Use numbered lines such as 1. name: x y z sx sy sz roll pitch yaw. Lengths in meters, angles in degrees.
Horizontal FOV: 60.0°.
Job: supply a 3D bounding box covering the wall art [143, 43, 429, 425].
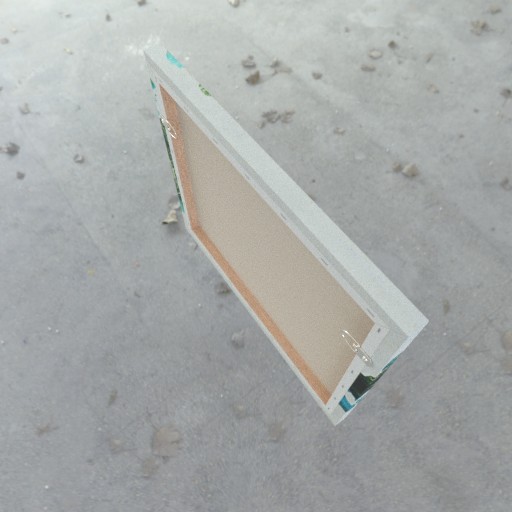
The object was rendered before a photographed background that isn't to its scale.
1. wall art: 0.000 0.000 0.971 0.043 0.610 0.711 -31 64 -17
